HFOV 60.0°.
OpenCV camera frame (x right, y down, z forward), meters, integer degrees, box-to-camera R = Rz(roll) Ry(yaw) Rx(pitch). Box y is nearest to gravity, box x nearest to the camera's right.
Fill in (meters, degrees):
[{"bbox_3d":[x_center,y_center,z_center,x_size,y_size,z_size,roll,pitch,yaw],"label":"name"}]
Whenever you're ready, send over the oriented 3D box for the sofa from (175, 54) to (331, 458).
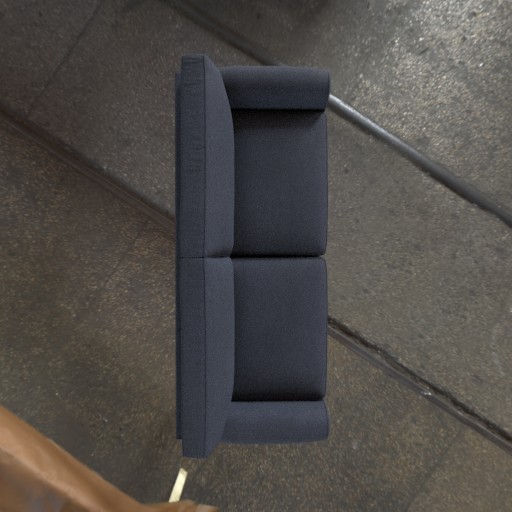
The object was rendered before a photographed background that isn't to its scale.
[{"bbox_3d":[0.000,0.000,2.903,0.954,1.026,2.391,0,91,-1],"label":"sofa"}]
